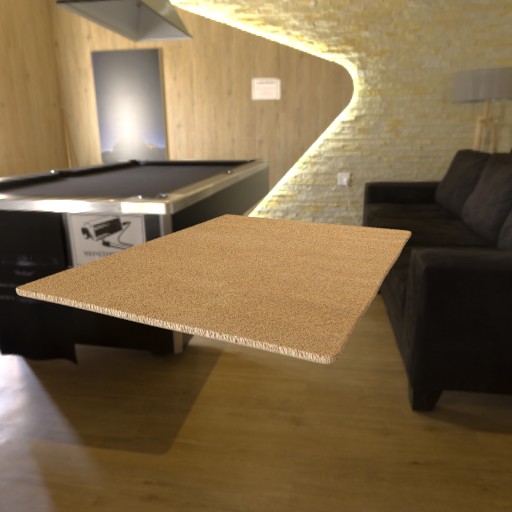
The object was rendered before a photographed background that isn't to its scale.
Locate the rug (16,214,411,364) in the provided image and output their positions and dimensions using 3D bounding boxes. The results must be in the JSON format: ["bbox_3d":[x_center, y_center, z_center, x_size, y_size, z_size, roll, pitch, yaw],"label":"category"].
[{"bbox_3d":[0.000,0.000,2.065,1.199,0.025,1.600,7,18,24],"label":"rug"}]
